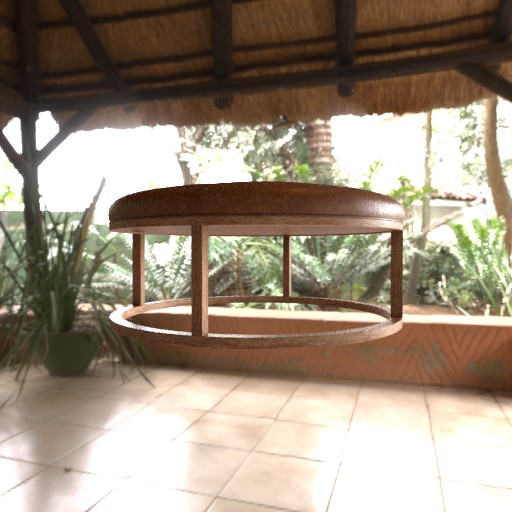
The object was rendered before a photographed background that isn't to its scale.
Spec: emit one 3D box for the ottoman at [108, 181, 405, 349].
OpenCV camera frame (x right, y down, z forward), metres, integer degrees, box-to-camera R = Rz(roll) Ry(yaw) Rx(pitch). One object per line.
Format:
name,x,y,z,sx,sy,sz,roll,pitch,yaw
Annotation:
ottoman,0.000,0.000,1.584,1.006,0.445,1.006,0,1,0
